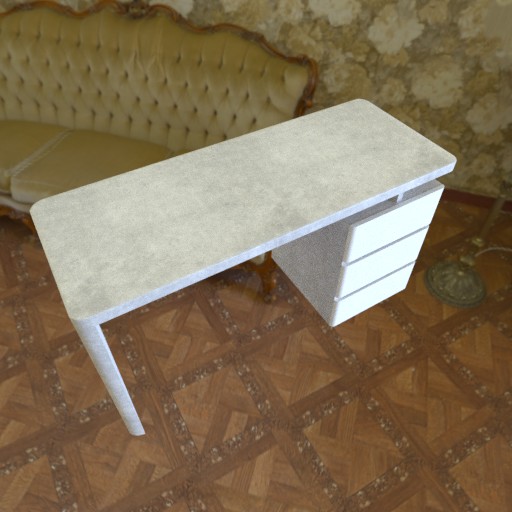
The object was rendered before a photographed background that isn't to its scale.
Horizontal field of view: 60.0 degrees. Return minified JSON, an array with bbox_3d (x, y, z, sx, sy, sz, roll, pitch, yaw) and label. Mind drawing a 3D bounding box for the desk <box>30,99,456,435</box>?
[{"bbox_3d":[0.000,0.000,1.792,1.400,0.755,0.550,-23,51,-21],"label":"desk"}]
